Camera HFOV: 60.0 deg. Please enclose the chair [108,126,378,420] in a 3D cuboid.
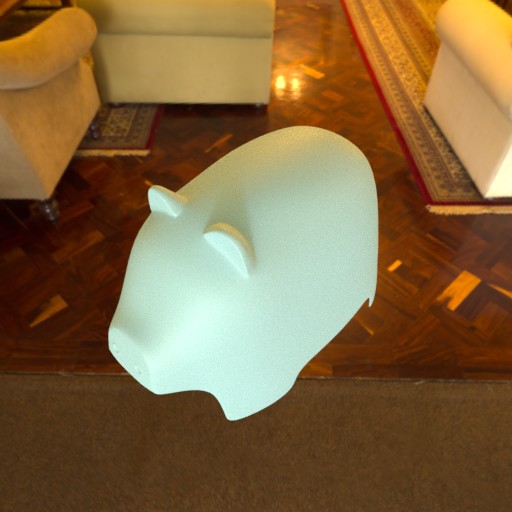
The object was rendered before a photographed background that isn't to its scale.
[{"bbox_3d":[0.000,0.000,0.854,0.364,0.423,0.619,33,55,27],"label":"chair"}]
